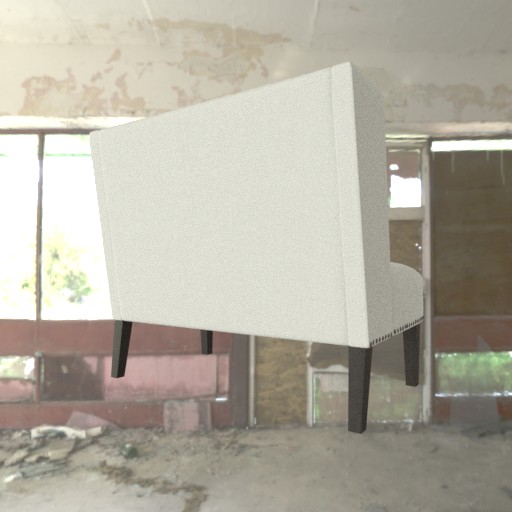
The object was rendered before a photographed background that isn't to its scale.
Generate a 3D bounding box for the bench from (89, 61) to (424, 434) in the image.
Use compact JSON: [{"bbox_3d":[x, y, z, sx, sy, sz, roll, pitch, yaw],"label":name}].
[{"bbox_3d":[0.000,0.000,1.981,1.280,1.123,0.847,-1,-1,34],"label":"bench"}]
